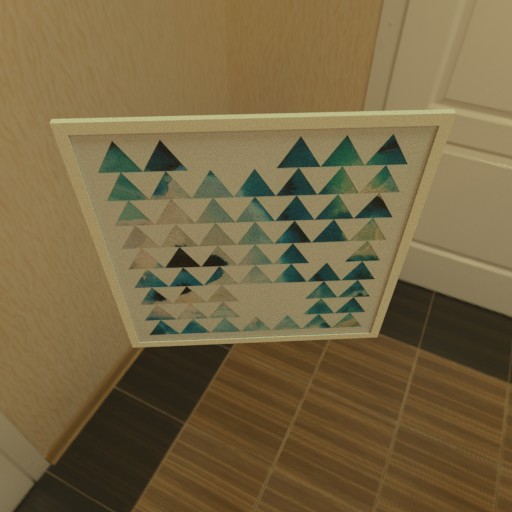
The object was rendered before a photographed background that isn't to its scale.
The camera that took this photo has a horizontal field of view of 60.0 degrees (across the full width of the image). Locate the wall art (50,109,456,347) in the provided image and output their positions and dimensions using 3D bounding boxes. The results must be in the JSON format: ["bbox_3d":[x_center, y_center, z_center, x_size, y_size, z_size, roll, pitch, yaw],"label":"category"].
[{"bbox_3d":[0.000,0.000,0.811,0.557,0.557,0.012,-2,46,-2],"label":"wall art"}]
